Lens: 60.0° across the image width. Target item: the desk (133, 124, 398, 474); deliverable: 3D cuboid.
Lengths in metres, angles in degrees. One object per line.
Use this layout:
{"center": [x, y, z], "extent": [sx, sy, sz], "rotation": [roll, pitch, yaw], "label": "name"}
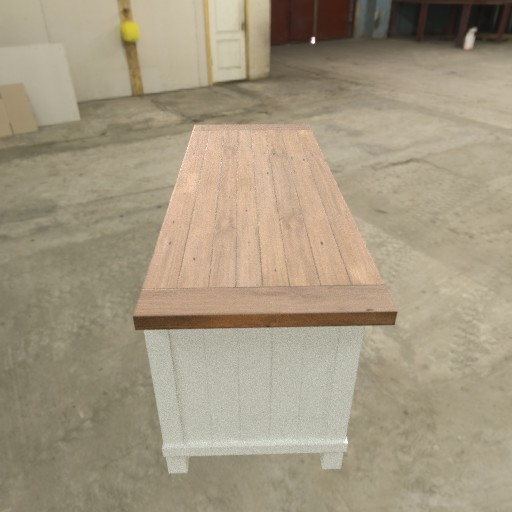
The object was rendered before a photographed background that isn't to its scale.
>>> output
{"center": [0.000, 0.000, 2.118], "extent": [0.688, 0.760, 1.803], "rotation": [-1, 32, -1], "label": "desk"}
